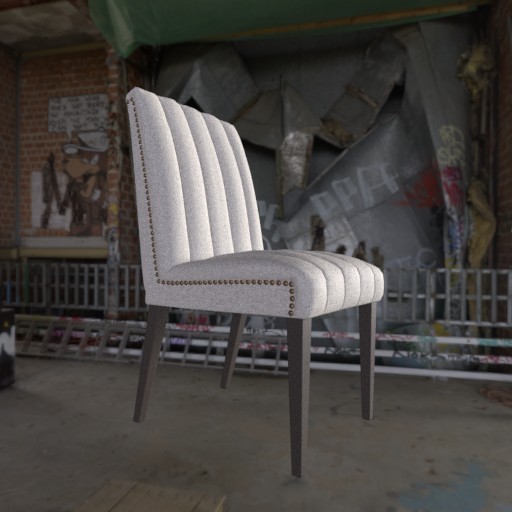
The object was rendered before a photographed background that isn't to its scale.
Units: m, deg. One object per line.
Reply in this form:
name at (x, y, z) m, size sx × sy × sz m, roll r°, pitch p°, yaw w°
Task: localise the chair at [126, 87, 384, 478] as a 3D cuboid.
chair at (0.000, 0.000, 1.357) m, size 0.647 × 1.016 × 0.511 m, roll 0°, pitch 0°, yaw 35°
